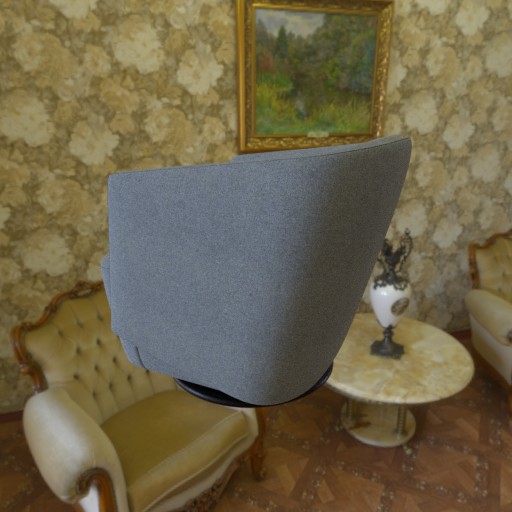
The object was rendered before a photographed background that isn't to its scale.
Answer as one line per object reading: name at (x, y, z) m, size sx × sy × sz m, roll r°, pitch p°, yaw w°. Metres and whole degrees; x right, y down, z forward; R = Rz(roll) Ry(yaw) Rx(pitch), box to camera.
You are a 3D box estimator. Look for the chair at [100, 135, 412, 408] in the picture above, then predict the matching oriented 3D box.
chair at (0.000, 0.000, 1.614) m, size 0.986 × 0.861 × 0.822 m, roll 8°, pitch 19°, yaw 25°
